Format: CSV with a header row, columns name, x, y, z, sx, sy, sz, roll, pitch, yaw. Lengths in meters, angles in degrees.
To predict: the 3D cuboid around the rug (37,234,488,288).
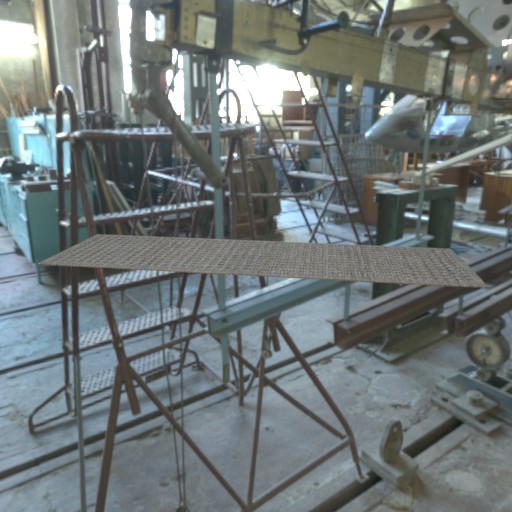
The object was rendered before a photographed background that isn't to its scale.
name,x,y,z,sx,sy,sz,roll,pitch,yaw
rug,0.000,0.000,2.702,2.443,0.009,0.706,3,17,9
